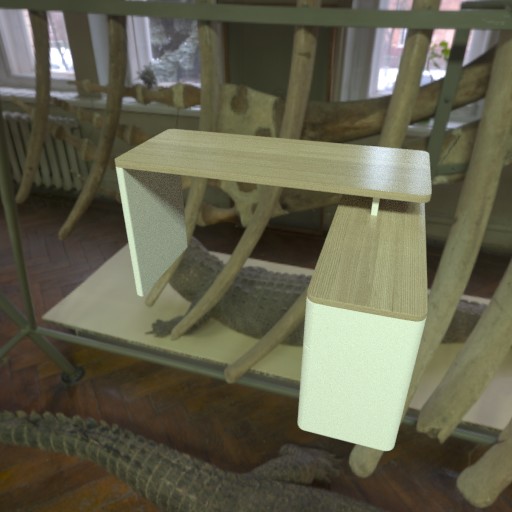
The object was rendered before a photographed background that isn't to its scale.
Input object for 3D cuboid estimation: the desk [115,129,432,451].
[{"bbox_3d":[0.000,0.000,2.056,1.400,0.770,1.175,9,32,15],"label":"desk"}]
